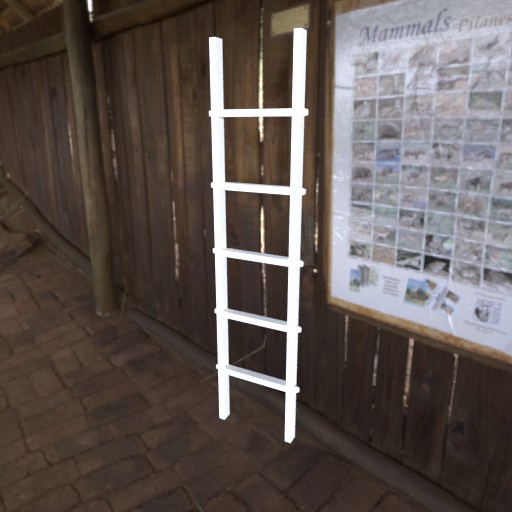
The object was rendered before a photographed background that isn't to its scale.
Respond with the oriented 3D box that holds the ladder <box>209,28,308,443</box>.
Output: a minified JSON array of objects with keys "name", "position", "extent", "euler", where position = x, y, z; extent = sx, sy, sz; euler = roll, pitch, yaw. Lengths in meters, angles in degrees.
[{"name":"ladder","position":[0.000,0.000,1.976],"extent":[0.452,1.797,0.051],"euler":[9,19,27]}]
